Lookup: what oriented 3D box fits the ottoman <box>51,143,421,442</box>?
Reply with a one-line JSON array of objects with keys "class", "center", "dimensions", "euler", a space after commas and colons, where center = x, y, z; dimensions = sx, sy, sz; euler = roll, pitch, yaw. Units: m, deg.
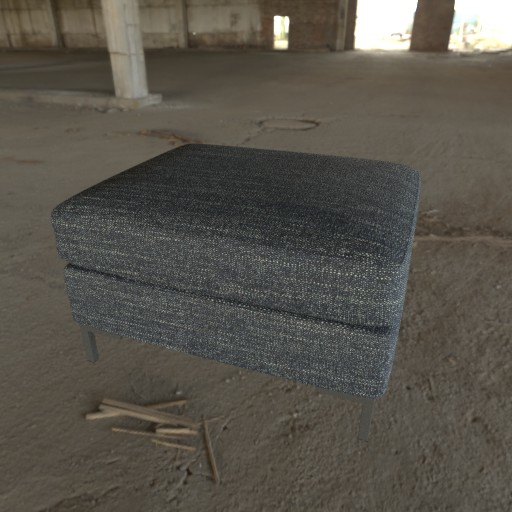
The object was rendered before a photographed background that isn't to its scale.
[{"class": "ottoman", "center": [0.000, 0.000, 1.245], "dimensions": [0.814, 0.491, 0.667], "euler": [10, 29, 18]}]
